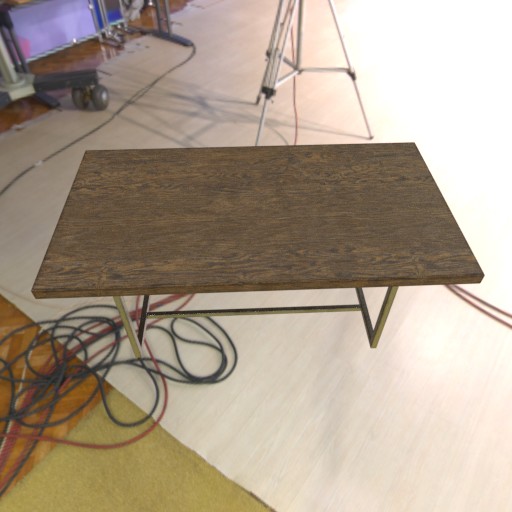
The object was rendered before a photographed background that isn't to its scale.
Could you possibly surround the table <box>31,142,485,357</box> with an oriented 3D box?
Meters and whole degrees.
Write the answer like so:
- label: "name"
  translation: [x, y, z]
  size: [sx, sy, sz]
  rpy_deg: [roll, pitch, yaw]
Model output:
- label: "table"
  translation: [0.000, 0.000, 2.592]
  size: [1.989, 0.795, 1.078]
  rpy_deg: [-2, 47, -2]
